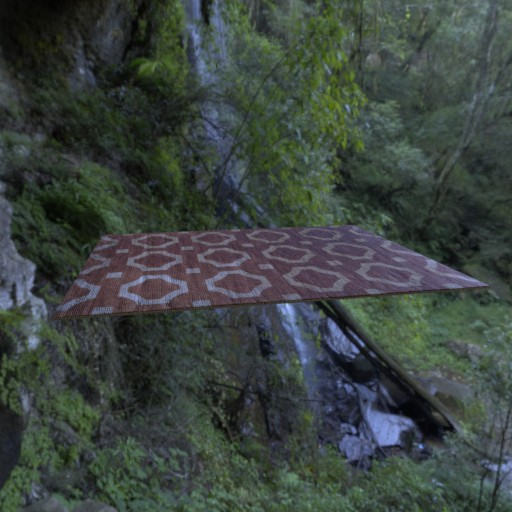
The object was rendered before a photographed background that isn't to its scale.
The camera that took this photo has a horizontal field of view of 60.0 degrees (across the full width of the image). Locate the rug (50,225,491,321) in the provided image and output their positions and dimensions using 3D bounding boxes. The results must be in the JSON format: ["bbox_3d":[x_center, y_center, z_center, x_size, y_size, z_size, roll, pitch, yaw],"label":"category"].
[{"bbox_3d":[0.000,0.000,4.144,3.049,0.021,2.466,-3,15,-11],"label":"rug"}]
